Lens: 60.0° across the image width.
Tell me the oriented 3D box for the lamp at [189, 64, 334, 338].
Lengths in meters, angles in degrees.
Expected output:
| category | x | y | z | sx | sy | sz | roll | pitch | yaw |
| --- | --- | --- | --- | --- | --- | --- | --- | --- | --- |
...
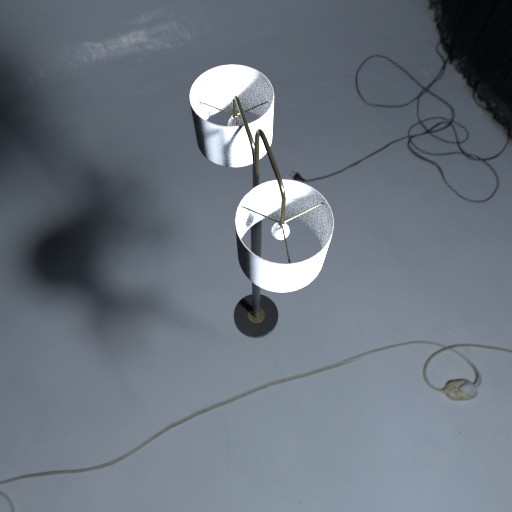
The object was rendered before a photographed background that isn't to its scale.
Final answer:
| category | x | y | z | sx | sy | sz | roll | pitch | yaw |
| --- | --- | --- | --- | --- | --- | --- | --- | --- | --- |
| lamp | 0.000 | 0.000 | 1.825 | 0.254 | 1.587 | 0.711 | -17 | 65 | -8 |
